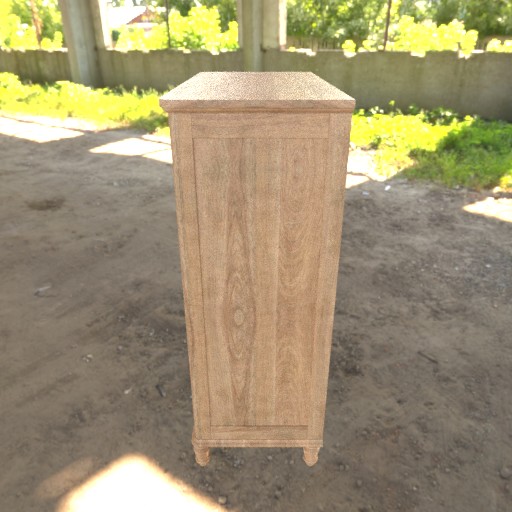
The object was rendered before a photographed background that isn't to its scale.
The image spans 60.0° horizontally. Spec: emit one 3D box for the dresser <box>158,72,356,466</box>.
[{"bbox_3d":[0.000,0.000,1.796,0.484,1.318,0.973,0,26,0],"label":"dresser"}]
